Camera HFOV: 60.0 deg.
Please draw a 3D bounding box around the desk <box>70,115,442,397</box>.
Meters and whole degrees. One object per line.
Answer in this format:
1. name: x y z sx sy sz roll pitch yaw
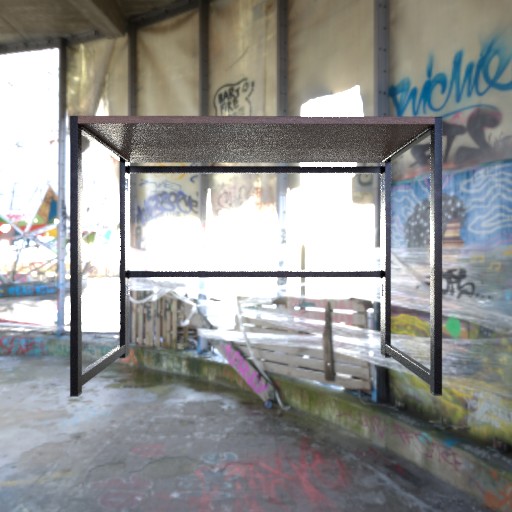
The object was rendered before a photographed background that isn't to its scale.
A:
1. desk: 0.000 0.000 1.457 1.016 0.762 0.508 0 0 0
